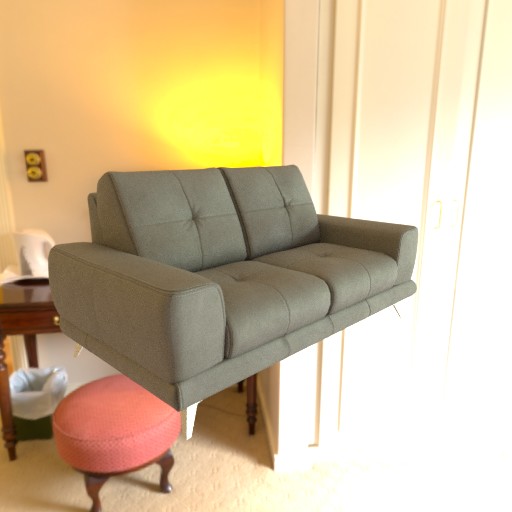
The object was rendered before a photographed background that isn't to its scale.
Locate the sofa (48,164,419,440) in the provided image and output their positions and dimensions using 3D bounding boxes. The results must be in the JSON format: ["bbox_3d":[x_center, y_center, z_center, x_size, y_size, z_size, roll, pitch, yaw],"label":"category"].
[{"bbox_3d":[0.000,0.000,2.343,1.018,0.907,1.806,13,19,43],"label":"sofa"}]
